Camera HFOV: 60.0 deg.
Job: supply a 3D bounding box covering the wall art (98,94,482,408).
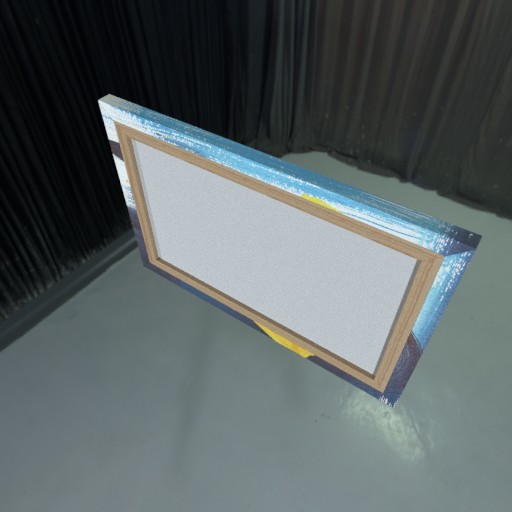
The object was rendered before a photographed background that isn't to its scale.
[{"bbox_3d":[0.000,0.000,1.147,0.914,0.610,0.039,26,52,23],"label":"wall art"}]
